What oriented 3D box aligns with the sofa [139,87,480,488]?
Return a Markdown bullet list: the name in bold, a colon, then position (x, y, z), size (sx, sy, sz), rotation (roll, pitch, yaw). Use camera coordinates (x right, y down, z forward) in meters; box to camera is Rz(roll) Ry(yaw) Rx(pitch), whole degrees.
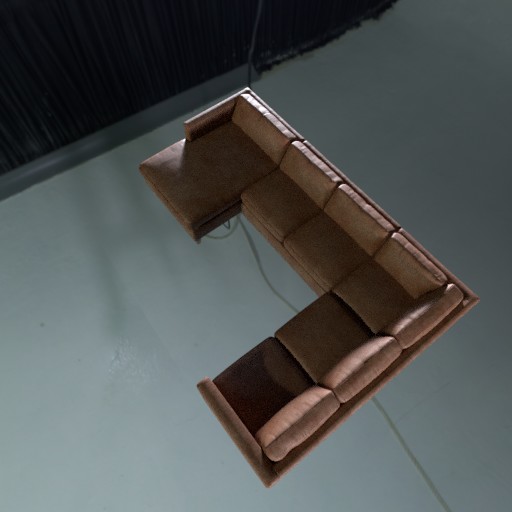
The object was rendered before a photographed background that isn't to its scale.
- **sofa**: position (0.000, 0.000, 4.475), size (2.430, 0.832, 3.401), rotation (-35, 67, -17)
